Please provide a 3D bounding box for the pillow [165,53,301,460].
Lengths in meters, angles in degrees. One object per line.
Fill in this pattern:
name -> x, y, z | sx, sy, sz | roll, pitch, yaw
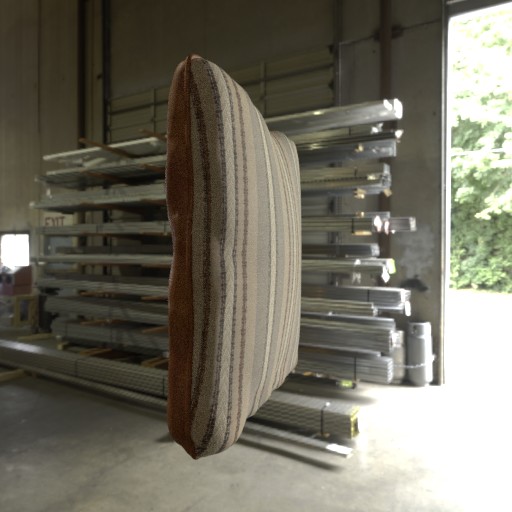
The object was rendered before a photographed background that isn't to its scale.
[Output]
pillow -> 0.000, 0.000, 0.735 | 0.130, 0.490, 0.489 | 0, 0, 17
